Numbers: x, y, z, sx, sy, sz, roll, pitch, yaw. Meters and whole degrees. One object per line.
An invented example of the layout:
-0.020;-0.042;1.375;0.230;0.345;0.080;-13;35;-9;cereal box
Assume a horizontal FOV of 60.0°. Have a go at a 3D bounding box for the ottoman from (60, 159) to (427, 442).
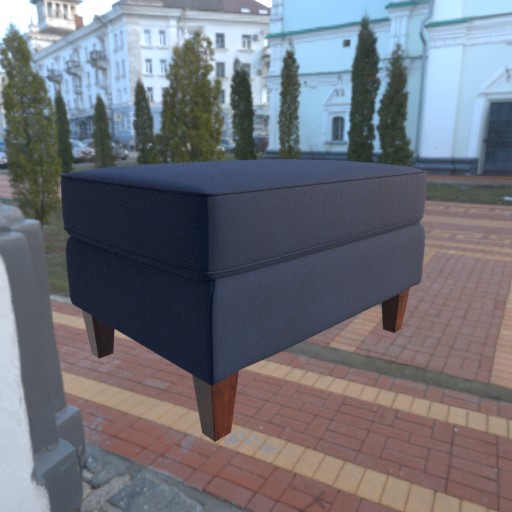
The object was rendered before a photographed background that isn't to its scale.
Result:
0.000;0.000;1.403;0.686;0.584;0.965;14;20;43;ottoman
